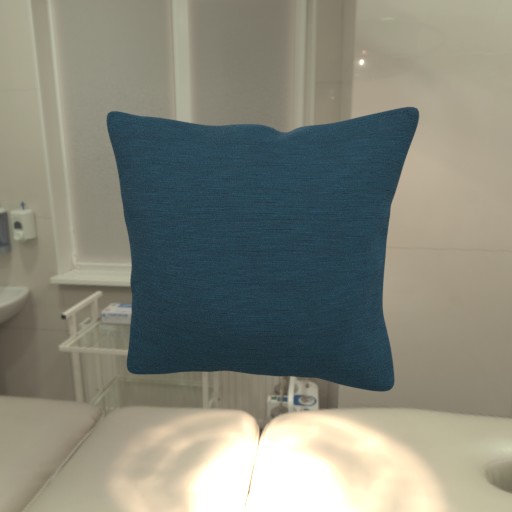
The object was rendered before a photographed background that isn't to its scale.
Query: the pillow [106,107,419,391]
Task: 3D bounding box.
[{"bbox_3d":[0.000,0.000,0.664,0.437,0.420,0.177,2,14,7],"label":"pillow"}]
